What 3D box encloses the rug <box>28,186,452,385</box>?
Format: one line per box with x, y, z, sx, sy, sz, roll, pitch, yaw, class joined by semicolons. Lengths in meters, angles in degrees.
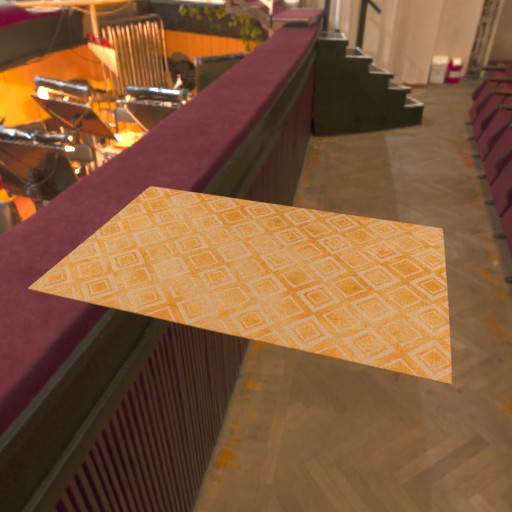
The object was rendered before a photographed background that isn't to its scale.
0.000;0.000;2.981;2.424;0.010;1.511;10;35;14;rug
